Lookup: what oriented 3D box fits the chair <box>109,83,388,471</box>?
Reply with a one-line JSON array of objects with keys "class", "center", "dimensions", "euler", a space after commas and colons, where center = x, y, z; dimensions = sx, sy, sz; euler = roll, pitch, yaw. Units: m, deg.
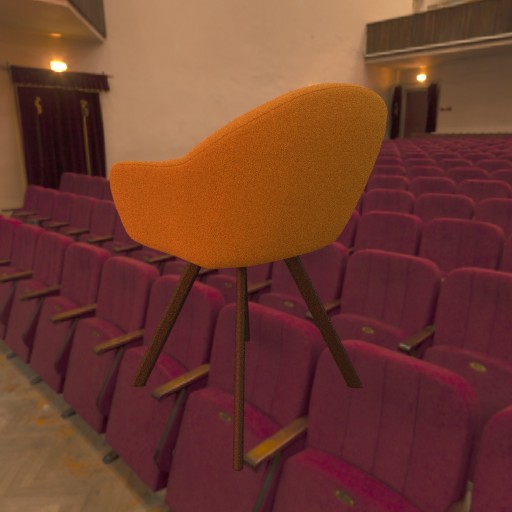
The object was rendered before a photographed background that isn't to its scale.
[{"class": "chair", "center": [0.000, 0.000, 1.117], "dimensions": [0.545, 0.775, 0.565], "euler": [-14, 20, -42]}]
